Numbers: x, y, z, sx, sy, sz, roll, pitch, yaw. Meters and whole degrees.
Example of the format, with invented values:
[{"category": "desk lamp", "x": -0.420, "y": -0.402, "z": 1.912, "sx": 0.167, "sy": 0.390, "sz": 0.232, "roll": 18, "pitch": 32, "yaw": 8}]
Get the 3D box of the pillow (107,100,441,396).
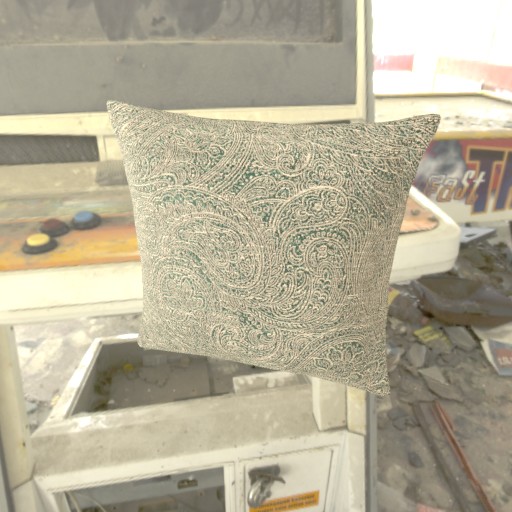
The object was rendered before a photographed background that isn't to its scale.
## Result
[{"category": "pillow", "x": 0.000, "y": 0.000, "z": 0.783, "sx": 0.526, "sy": 0.507, "sz": 0.166, "roll": 8, "pitch": 28, "yaw": 14}]
